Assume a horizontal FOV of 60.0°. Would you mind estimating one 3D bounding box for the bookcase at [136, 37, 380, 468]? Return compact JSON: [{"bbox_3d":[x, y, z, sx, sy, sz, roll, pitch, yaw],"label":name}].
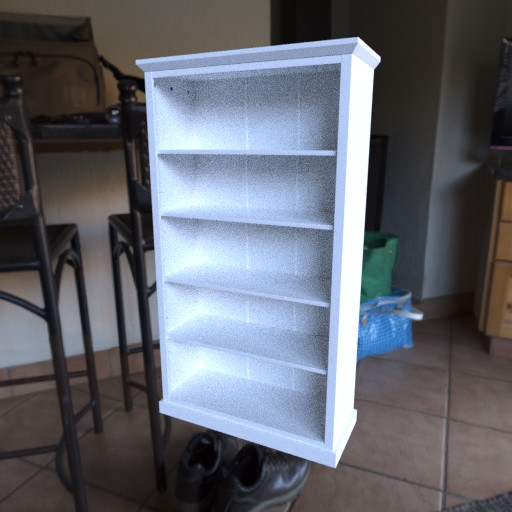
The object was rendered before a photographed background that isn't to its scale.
[{"bbox_3d":[0.000,0.000,2.276,1.050,1.880,0.432,7,16,25],"label":"bookcase"}]
